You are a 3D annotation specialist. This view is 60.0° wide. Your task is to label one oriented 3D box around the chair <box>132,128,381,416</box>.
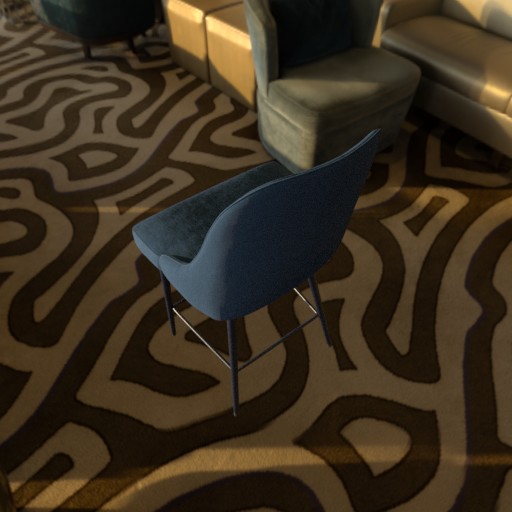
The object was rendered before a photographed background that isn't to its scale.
[{"bbox_3d":[0.000,0.000,1.257,0.526,0.927,0.489,-30,54,-24],"label":"chair"}]
